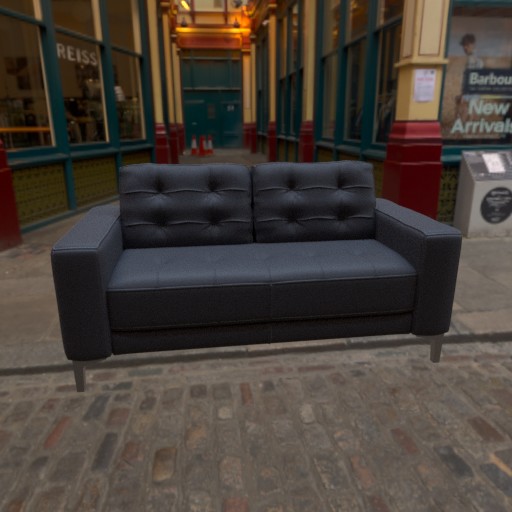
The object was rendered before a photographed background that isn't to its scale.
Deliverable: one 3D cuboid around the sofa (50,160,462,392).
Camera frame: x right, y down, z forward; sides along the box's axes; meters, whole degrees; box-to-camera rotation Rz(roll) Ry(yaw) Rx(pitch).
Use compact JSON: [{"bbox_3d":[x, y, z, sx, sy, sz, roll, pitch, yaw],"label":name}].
[{"bbox_3d":[0.000,0.000,2.218,1.726,0.893,0.833,-3,18,-8],"label":"sofa"}]
